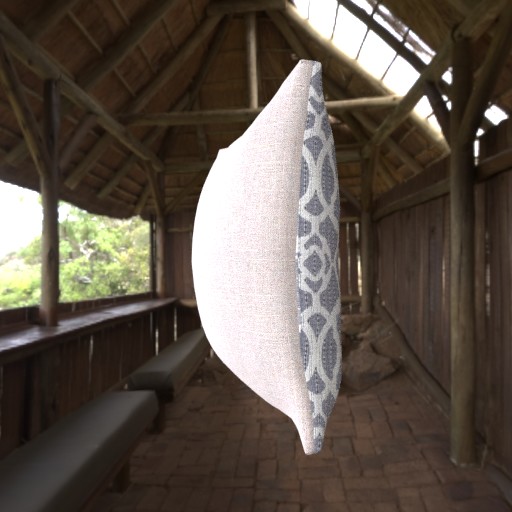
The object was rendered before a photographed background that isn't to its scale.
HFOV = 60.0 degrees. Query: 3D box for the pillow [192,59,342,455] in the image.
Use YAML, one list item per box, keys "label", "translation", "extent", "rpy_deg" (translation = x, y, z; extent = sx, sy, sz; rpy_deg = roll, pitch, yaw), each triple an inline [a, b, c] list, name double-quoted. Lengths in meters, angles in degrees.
- label: "pillow"
  translation: [0.000, 0.000, 0.792]
  extent: [0.215, 0.498, 0.508]
  rpy_deg: [0, 0, -17]
